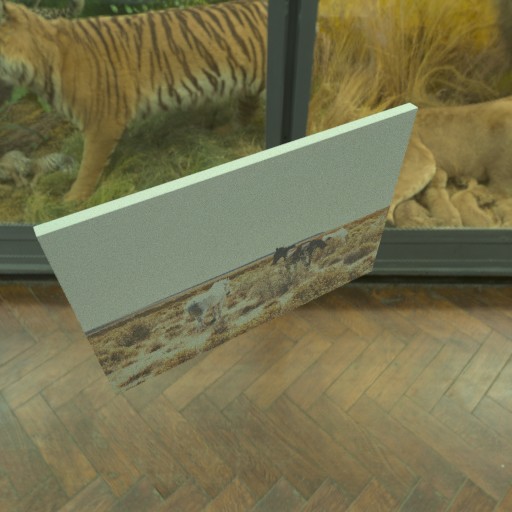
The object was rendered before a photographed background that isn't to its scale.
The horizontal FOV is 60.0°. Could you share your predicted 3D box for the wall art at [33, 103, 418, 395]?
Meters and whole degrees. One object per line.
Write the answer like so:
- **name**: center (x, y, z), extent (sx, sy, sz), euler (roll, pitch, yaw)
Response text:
- **wall art**: center (0.000, 0.000, 1.947), extent (1.520, 1.016, 0.051), euler (-23, 51, -20)
